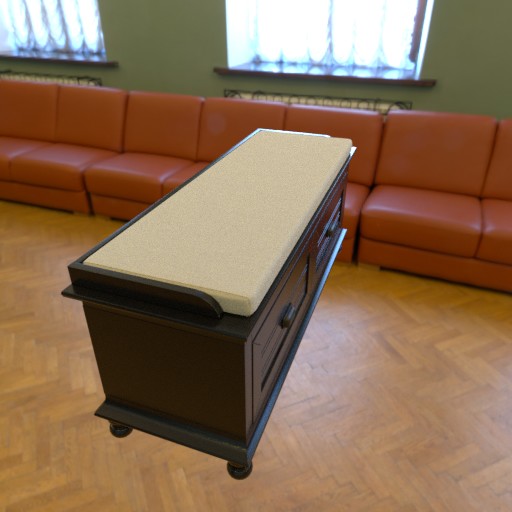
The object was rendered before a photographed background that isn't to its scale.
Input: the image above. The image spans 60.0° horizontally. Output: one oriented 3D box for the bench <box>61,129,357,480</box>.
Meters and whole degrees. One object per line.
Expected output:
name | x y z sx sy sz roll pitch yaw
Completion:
bench | 0.000 0.000 1.412 0.402 0.501 1.185 11 32 17
